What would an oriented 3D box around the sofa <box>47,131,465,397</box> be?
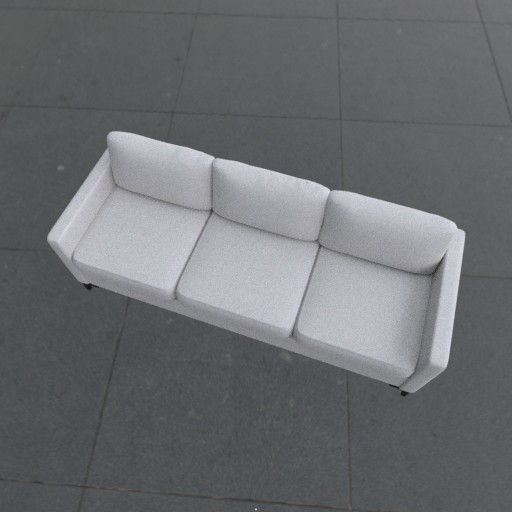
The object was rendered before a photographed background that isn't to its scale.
[{"bbox_3d":[0.000,0.000,2.668,2.218,0.874,0.859,17,62,9],"label":"sofa"}]
